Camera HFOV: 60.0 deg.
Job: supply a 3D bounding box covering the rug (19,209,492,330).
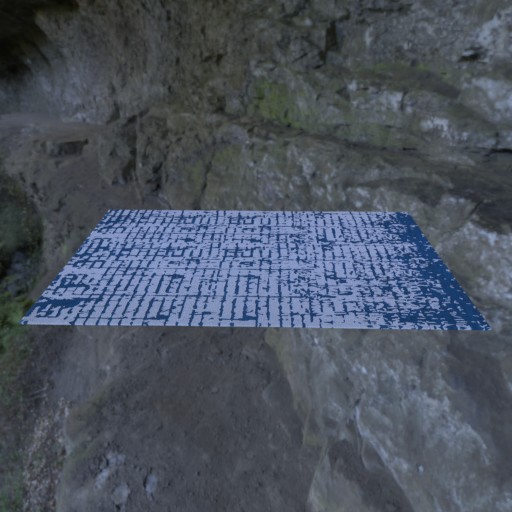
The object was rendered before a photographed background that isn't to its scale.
[{"bbox_3d":[0.000,0.000,2.942,2.435,0.011,1.517,1,29,1],"label":"rug"}]
